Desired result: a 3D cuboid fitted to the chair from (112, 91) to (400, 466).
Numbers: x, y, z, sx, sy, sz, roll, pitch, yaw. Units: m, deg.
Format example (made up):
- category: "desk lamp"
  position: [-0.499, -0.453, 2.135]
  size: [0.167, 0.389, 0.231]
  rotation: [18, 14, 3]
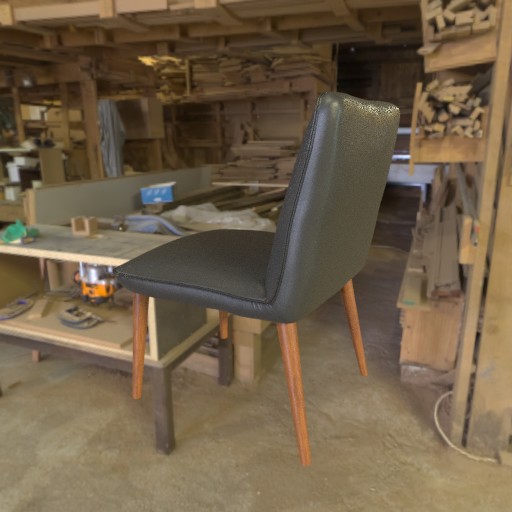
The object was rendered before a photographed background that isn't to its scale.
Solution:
- category: "chair"
  position: [0.000, 0.000, 1.213]
  size: [0.645, 0.801, 0.543]
  rotation: [7, 17, 25]
